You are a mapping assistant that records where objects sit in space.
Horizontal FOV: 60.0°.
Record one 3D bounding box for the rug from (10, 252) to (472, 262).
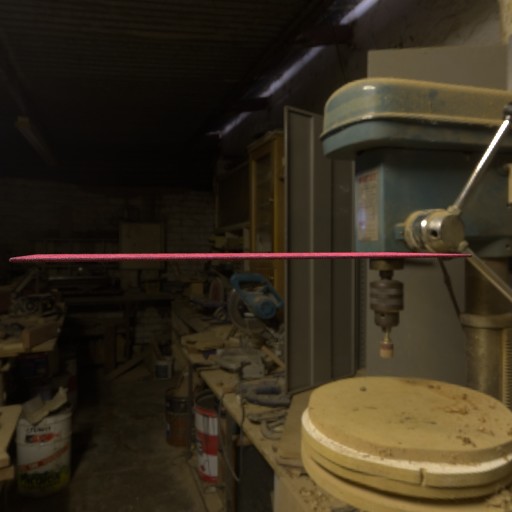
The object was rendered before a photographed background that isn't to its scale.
[{"bbox_3d":[0.000,0.000,2.612,2.439,0.018,0.813,0,1,-19],"label":"rug"}]
